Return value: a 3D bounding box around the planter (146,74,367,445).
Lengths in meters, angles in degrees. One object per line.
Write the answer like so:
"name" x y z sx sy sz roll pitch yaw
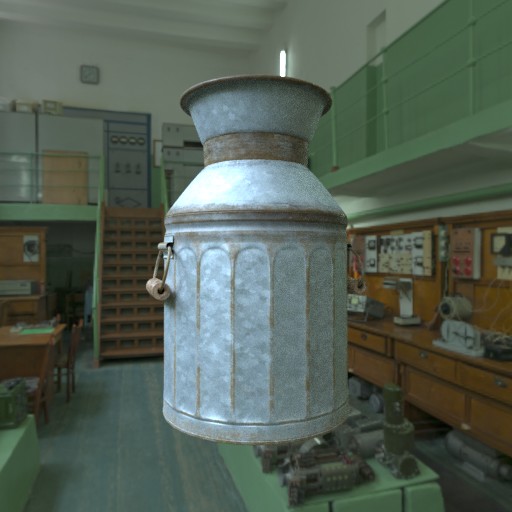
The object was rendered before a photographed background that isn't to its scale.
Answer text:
"planter" 0.000 0.000 0.521 0.248 0.358 0.215 0 0 -18
